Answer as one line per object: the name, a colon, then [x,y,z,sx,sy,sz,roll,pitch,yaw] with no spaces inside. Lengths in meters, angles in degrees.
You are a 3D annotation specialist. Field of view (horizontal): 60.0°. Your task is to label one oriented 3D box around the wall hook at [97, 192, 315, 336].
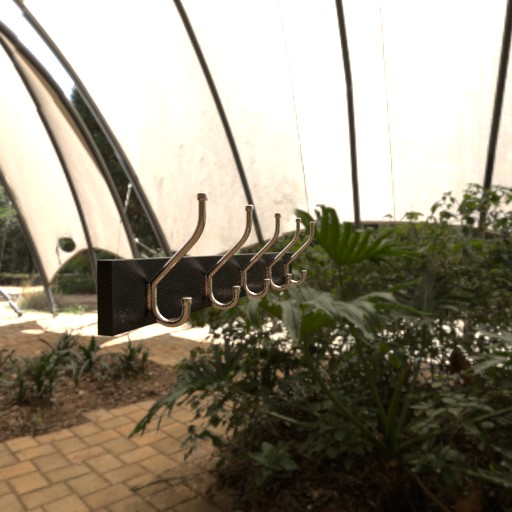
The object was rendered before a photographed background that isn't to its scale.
wall hook: [0.000,0.000,0.608,0.071,0.117,0.571,0,1,19]
